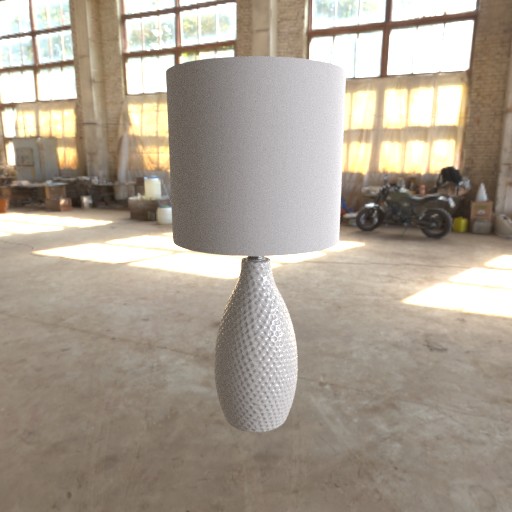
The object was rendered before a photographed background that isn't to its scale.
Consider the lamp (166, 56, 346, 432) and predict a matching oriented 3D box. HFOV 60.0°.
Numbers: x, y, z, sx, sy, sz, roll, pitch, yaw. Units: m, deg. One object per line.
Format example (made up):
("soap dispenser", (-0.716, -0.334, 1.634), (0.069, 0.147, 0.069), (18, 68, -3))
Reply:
("lamp", (0.000, 0.000, 0.587), (0.214, 0.466, 0.214), (12, 18, 43))
